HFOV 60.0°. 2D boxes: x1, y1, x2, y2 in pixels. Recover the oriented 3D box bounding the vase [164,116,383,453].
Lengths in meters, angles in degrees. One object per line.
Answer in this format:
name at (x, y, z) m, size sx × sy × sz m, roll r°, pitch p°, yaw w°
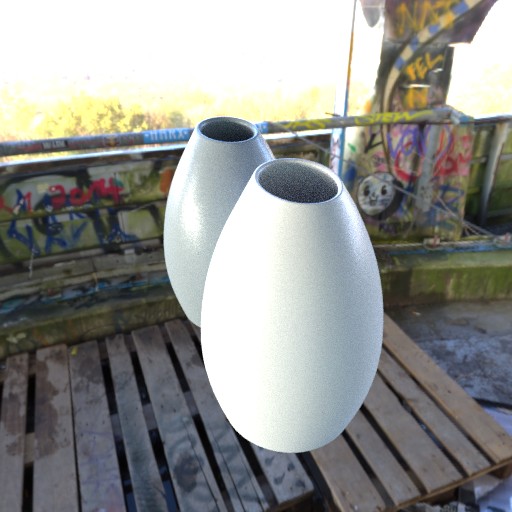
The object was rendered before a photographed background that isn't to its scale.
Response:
vase at (0.000, 0.000, 0.255) m, size 0.089 × 0.131 × 0.187 m, roll -10°, pitch 31°, yaw -18°
